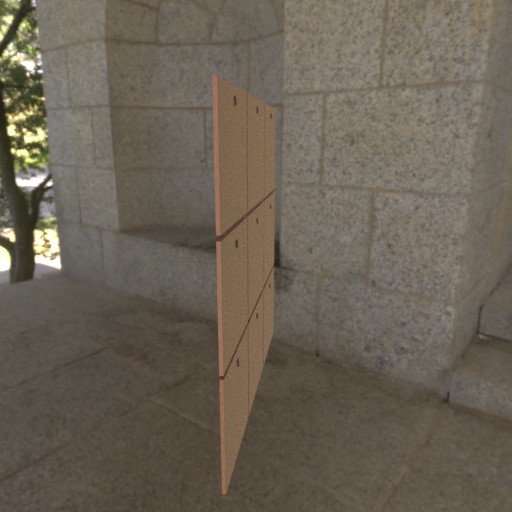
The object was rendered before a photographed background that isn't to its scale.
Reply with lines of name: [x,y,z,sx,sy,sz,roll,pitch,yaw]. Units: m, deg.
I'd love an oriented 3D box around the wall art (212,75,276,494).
wall art: [0.000,0.000,1.807,0.019,1.218,1.221,2,15,9]
